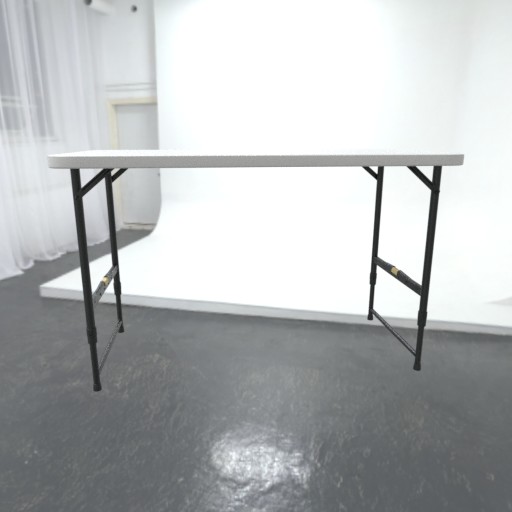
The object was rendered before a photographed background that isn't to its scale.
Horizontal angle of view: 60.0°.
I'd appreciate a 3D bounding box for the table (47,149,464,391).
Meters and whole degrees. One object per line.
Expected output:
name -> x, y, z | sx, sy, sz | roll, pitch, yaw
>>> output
table -> 0.000, 0.000, 1.607 | 1.219, 0.737, 0.610 | -2, 15, -7
